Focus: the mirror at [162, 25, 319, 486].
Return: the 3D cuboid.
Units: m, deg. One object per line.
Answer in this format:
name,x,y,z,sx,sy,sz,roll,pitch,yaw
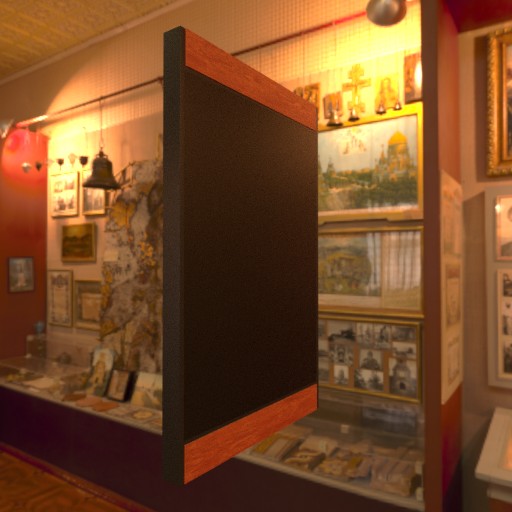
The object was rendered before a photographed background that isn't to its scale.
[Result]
mirror,0.000,0.000,1.015,0.047,0.823,0.525,-1,-1,36
